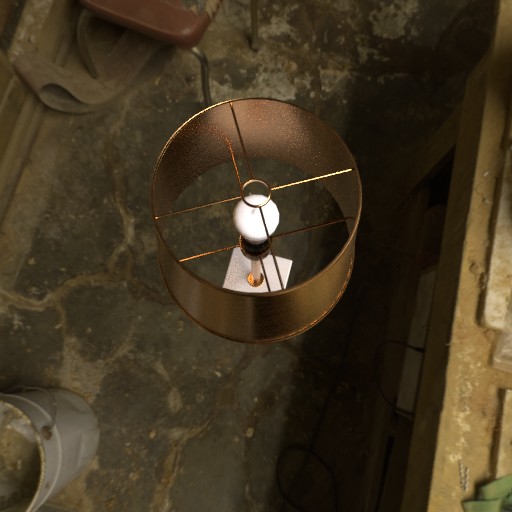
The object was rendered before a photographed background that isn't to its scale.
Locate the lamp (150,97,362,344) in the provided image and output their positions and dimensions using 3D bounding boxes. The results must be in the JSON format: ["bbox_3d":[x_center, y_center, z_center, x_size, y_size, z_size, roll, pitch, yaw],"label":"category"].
[{"bbox_3d":[0.000,0.000,0.523,0.208,0.406,0.208,0,76,0],"label":"lamp"}]
